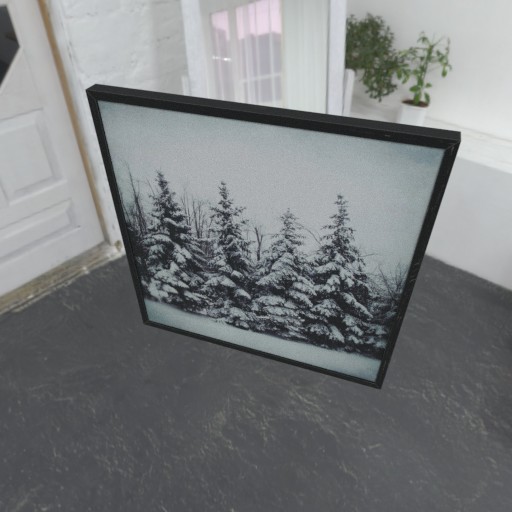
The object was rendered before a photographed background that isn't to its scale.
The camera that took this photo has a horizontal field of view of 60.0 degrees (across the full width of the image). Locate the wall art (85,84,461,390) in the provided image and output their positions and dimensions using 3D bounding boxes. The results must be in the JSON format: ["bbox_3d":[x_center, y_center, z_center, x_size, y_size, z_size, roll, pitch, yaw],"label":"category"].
[{"bbox_3d":[0.000,0.000,1.118,0.761,0.761,0.037,12,42,14],"label":"wall art"}]
